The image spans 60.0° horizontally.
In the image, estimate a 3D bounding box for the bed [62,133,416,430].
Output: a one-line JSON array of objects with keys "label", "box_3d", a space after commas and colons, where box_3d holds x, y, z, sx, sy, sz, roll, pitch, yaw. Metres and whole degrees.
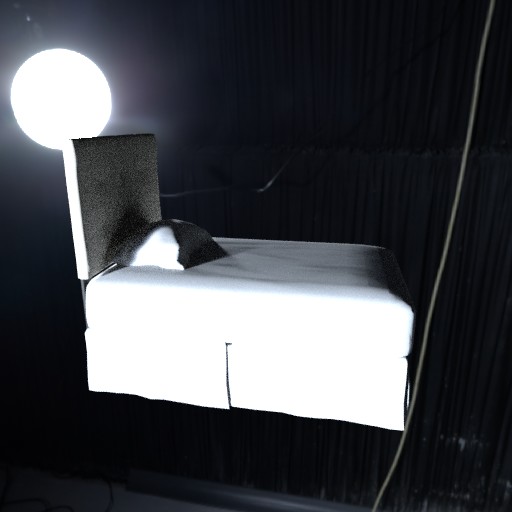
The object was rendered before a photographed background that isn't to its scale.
[{"label": "bed", "box_3d": [0.000, 0.000, 3.003, 1.997, 1.571, 1.261, 3, 17, 10]}]
